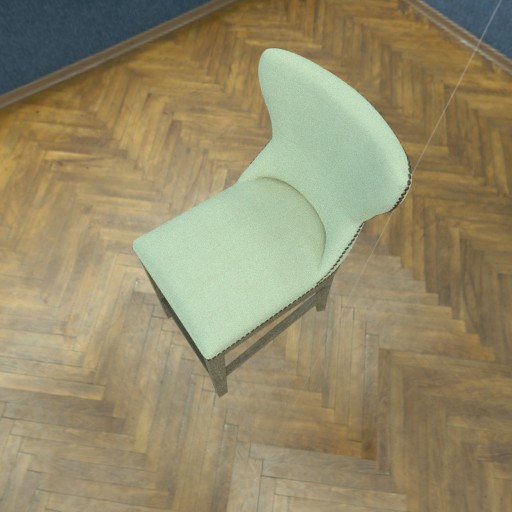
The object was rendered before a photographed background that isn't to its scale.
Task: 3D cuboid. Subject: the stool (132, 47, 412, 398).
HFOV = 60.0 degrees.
[{"bbox_3d":[0.000,0.000,1.344,0.608,0.981,0.498,-32,68,-15],"label":"stool"}]
